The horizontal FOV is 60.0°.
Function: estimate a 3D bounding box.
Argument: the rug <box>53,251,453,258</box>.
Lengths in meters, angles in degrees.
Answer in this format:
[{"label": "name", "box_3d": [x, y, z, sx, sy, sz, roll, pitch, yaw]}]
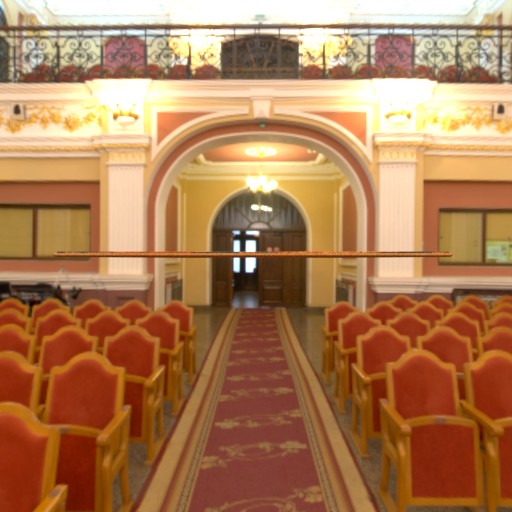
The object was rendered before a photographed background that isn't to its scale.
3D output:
[{"label": "rug", "box_3d": [0.000, 0.000, 1.046, 0.557, 0.008, 0.863, 0, 0, 1]}]
